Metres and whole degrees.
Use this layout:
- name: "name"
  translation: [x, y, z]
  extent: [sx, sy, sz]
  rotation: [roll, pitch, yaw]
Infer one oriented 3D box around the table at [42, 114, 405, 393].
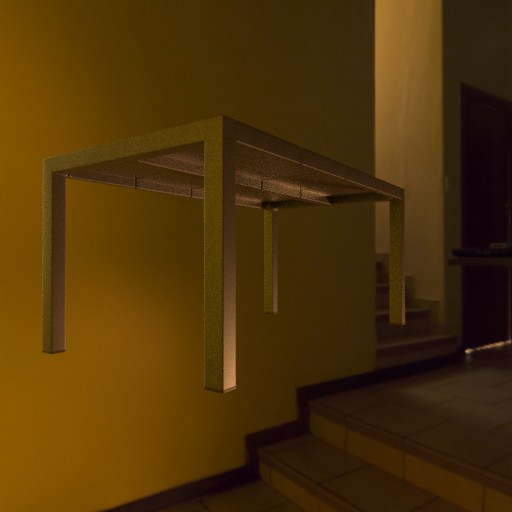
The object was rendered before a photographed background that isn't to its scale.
- name: "table"
  translation: [0.000, 0.000, 1.281]
  extent: [0.559, 0.460, 0.965]
  rotation: [0, 0, 36]
